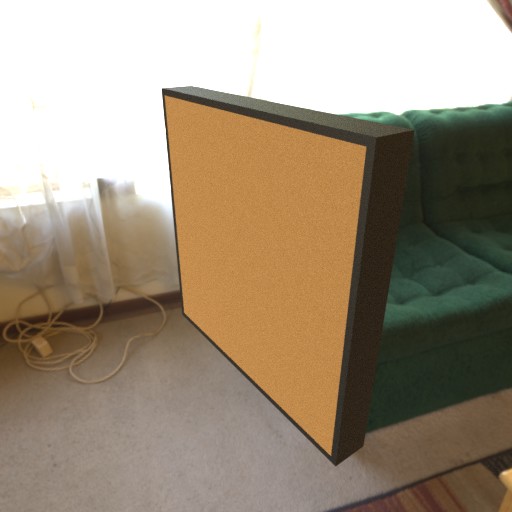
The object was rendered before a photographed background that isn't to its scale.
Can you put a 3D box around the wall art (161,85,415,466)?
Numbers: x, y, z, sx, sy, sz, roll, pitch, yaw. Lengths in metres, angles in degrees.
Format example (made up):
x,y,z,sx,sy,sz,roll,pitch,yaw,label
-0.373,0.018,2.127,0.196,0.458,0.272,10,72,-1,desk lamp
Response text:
x,y,z,sx,sy,sz,roll,pitch,yaw,label
0.000,0.000,0.462,0.038,0.304,0.304,-19,33,-32,wall art
